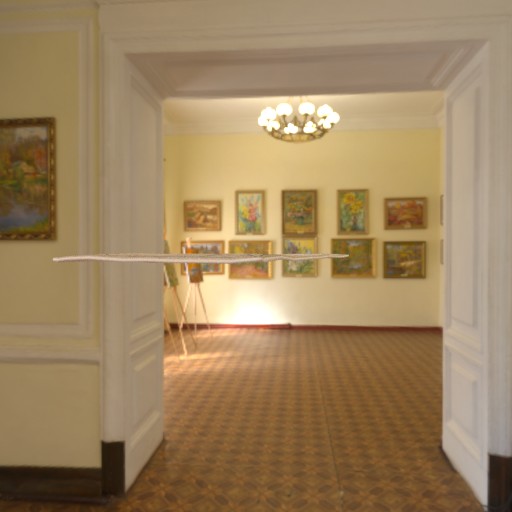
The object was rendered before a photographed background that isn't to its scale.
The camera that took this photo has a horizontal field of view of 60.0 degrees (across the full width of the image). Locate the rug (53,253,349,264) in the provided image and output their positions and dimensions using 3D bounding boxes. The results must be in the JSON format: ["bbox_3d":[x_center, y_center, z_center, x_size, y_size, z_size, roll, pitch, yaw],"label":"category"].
[{"bbox_3d":[0.000,0.000,2.658,0.831,0.036,2.381,0,0,18],"label":"rug"}]
